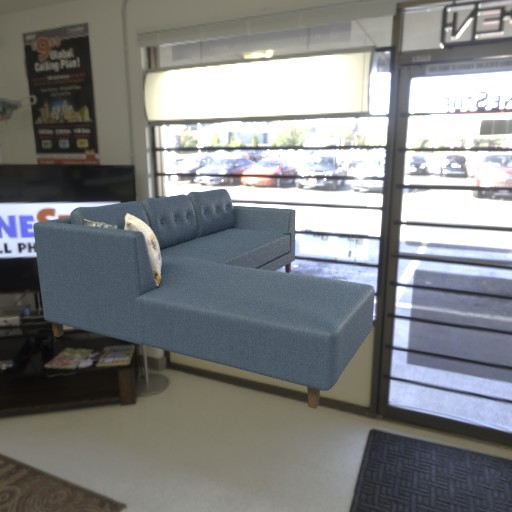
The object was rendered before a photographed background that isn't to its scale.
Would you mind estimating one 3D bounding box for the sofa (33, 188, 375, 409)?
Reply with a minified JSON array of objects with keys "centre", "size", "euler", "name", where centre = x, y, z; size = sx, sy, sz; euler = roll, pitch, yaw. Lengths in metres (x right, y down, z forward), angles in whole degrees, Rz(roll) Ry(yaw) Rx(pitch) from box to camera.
[{"centre":[0.000,0.000,3.138],"size":[1.829,0.787,2.120],"euler":[7,15,27],"name":"sofa"}]
